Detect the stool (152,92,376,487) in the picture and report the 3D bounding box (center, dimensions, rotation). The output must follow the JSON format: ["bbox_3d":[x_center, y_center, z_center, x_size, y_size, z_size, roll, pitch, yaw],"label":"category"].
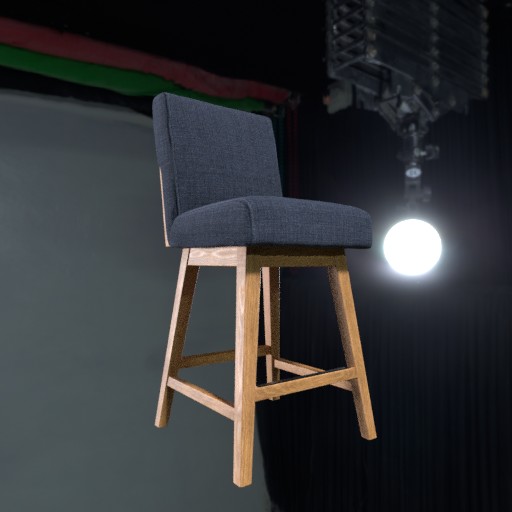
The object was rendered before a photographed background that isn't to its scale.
[{"bbox_3d":[0.000,0.000,1.302,0.459,1.010,0.526,0,-1,-36],"label":"stool"}]
